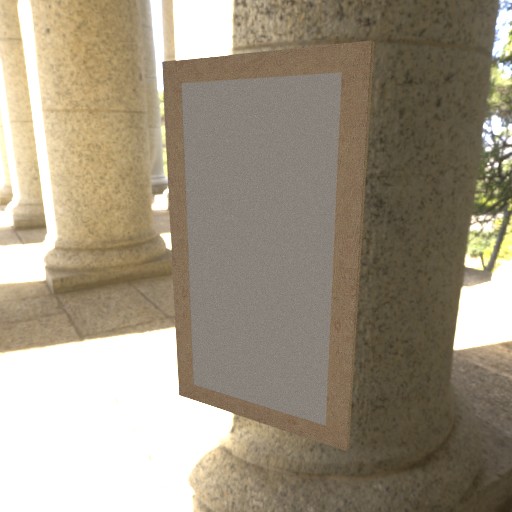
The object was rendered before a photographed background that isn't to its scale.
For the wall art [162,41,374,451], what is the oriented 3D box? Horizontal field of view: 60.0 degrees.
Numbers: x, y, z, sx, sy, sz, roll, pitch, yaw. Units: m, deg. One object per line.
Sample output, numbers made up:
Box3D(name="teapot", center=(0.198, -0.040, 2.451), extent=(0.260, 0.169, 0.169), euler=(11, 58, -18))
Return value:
Box3D(name="wall art", center=(0.000, 0.000, 0.809), extent=(0.381, 0.683, 0.013), euler=(8, 17, 27))
